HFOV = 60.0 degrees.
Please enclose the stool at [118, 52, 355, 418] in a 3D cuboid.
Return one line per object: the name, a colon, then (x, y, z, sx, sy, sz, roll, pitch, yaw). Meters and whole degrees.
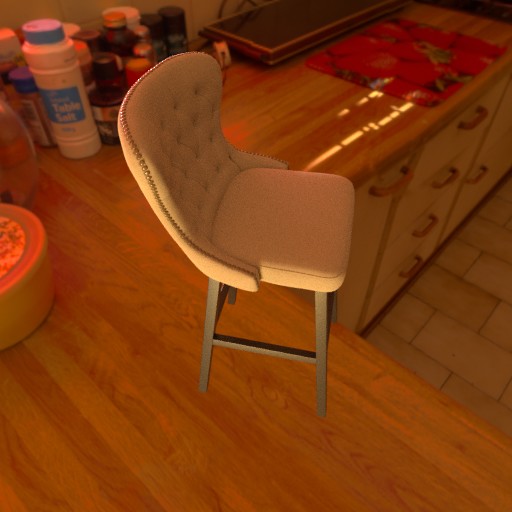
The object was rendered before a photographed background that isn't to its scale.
stool: (0.000, 0.000, 1.388, 0.605, 1.066, 0.528, 9, 47, 9)
